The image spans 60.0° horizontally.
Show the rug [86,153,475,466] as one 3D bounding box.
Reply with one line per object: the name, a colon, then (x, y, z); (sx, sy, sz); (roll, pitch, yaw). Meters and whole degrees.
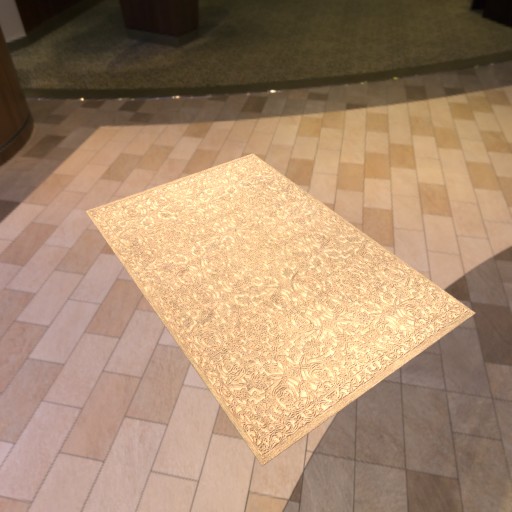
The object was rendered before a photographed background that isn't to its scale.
rug: (0.000, 0.000, 2.364); (1.221, 0.006, 1.827); (-25, 48, -25)
